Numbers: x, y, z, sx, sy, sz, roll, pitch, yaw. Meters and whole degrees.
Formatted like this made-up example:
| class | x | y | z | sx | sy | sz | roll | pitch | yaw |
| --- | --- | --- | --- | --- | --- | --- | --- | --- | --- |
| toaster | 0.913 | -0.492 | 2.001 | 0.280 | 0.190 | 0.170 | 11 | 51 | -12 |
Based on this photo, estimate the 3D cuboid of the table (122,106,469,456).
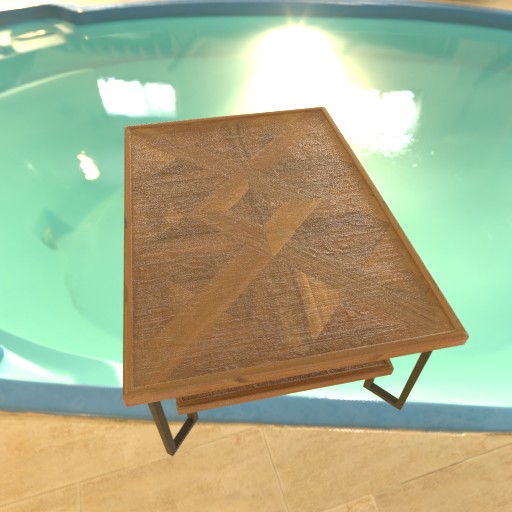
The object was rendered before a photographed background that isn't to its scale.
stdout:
| class | x | y | z | sx | sy | sz | roll | pitch | yaw |
| --- | --- | --- | --- | --- | --- | --- | --- | --- | --- |
| table | 0.000 | 0.000 | 1.676 | 0.877 | 0.492 | 1.238 | -8 | 47 | -8 |
